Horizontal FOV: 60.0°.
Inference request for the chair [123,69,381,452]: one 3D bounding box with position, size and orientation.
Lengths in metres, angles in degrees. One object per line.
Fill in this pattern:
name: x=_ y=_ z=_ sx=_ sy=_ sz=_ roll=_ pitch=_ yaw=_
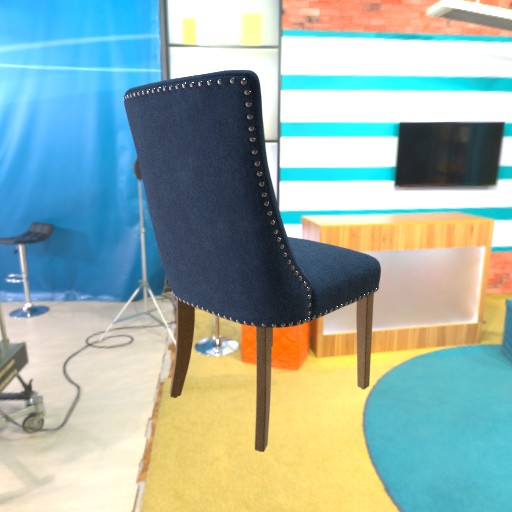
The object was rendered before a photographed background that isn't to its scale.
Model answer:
chair: x=0.000 y=0.000 z=1.279 sx=0.495 sy=0.902 sz=0.610 roll=13 pitch=18 yaw=43
